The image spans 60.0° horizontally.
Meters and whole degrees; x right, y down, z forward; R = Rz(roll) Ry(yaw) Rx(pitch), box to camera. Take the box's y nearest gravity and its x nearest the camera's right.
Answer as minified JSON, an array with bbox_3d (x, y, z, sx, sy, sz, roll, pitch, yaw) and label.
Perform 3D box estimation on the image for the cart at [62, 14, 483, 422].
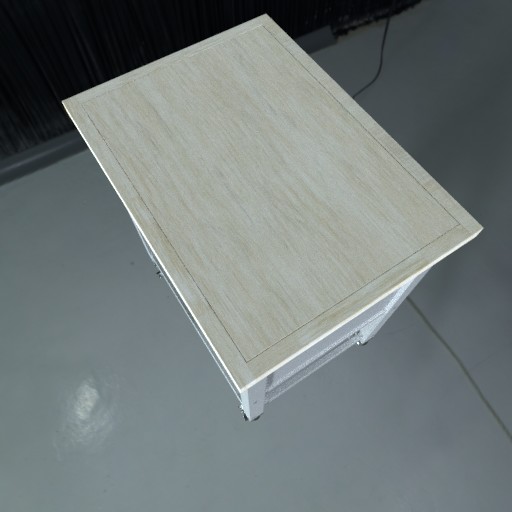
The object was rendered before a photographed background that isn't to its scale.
[{"bbox_3d":[0.000,0.000,1.343,0.559,0.914,0.762,-30,67,-14],"label":"cart"}]
